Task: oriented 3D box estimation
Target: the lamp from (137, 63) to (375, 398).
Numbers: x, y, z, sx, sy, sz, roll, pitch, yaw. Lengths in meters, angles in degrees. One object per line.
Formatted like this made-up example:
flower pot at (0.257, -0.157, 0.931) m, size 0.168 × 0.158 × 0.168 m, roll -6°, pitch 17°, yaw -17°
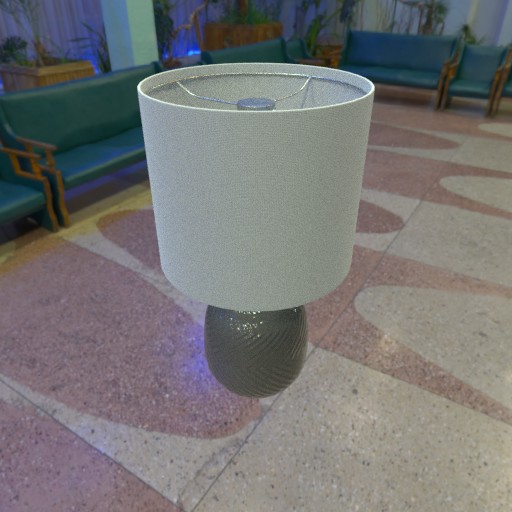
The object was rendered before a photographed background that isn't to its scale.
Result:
lamp at (0.000, 0.000, 0.492) m, size 0.207 × 0.366 × 0.207 m, roll 21°, pitch 38°, yaw 29°
